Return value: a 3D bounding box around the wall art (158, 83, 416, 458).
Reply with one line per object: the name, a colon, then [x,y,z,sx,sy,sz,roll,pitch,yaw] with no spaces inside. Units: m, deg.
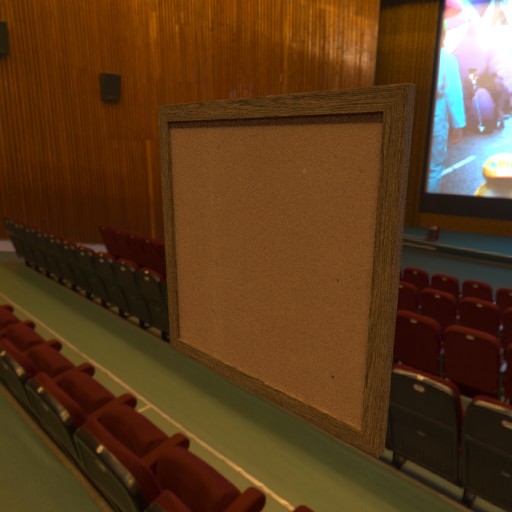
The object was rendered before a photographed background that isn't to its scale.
wall art: [0.000,0.000,0.753,0.508,0.508,0.019,14,20,42]
